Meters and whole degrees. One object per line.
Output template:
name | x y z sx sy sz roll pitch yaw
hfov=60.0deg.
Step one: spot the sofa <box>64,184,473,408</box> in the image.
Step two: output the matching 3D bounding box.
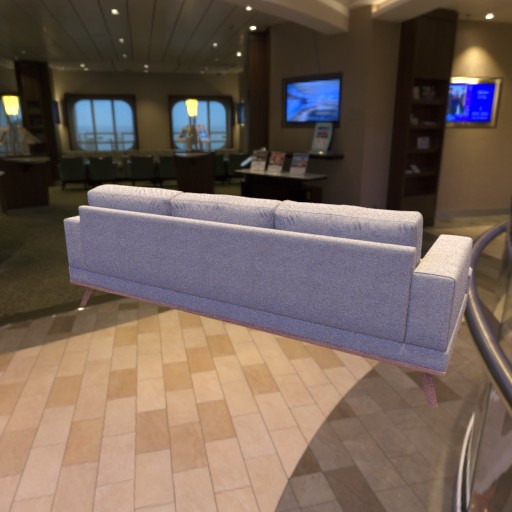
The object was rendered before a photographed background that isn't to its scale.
sofa | 0.000 0.000 2.669 2.310 0.810 0.920 9 19 28
